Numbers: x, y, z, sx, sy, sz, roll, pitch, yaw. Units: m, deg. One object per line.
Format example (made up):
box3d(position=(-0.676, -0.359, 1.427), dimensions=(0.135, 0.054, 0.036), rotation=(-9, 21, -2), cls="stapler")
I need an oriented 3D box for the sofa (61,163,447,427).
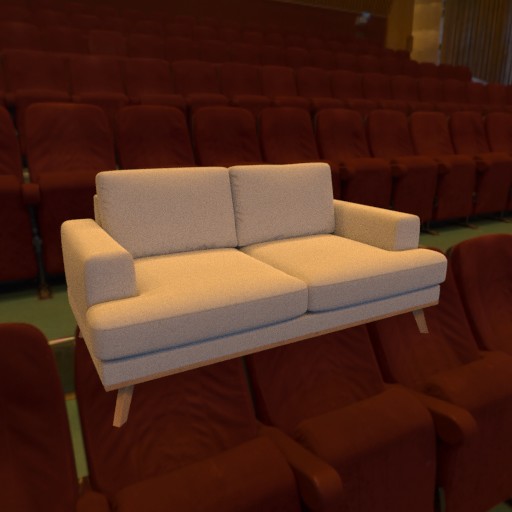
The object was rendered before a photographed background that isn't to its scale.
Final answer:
box3d(position=(0.000, 0.000, 2.119), dimensions=(1.651, 0.810, 0.915), rotation=(-8, 17, -28), cls="sofa")
